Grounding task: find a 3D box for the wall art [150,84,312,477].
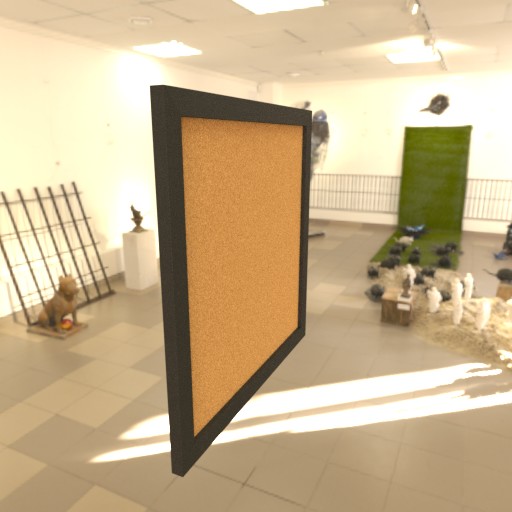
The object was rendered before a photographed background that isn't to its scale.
[{"bbox_3d":[0.000,0.000,1.543,0.038,1.016,1.016,7,16,25],"label":"wall art"}]
